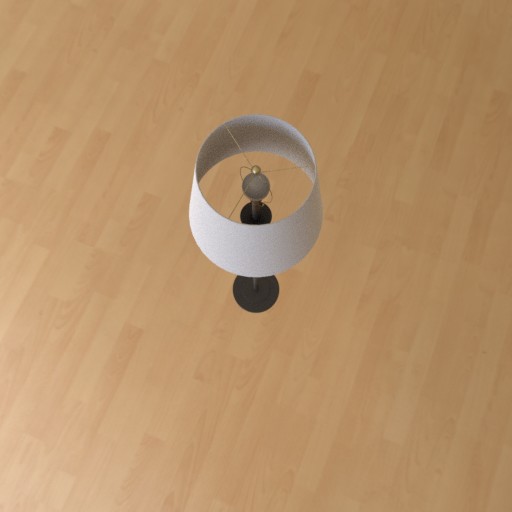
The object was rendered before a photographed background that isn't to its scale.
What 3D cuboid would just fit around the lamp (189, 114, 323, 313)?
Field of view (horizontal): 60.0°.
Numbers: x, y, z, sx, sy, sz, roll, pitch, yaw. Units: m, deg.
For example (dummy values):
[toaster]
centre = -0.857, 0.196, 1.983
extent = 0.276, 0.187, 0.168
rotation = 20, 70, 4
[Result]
[lamp]
centre = 0.000, 0.000, 1.614
extent = 0.348, 1.473, 0.348
rotation = -3, 76, -1
